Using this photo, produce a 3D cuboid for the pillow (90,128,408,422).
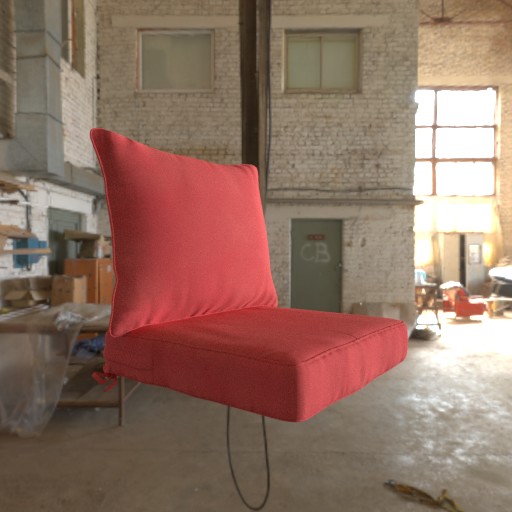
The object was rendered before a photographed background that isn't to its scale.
[{"bbox_3d":[0.000,0.000,1.360,0.733,0.725,0.798,1,1,37],"label":"pillow"}]
